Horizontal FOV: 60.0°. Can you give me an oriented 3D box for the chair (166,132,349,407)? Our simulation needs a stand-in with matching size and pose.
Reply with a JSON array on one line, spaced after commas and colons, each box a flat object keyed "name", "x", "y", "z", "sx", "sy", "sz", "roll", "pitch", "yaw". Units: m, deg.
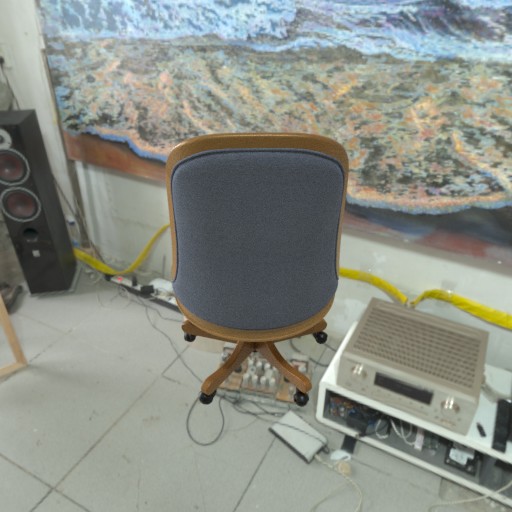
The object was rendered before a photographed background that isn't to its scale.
[{"name": "chair", "x": 0.000, "y": 0.000, "z": 1.481, "sx": 0.605, "sy": 1.031, "sz": 0.735, "roll": -1, "pitch": 32, "yaw": -1}]
